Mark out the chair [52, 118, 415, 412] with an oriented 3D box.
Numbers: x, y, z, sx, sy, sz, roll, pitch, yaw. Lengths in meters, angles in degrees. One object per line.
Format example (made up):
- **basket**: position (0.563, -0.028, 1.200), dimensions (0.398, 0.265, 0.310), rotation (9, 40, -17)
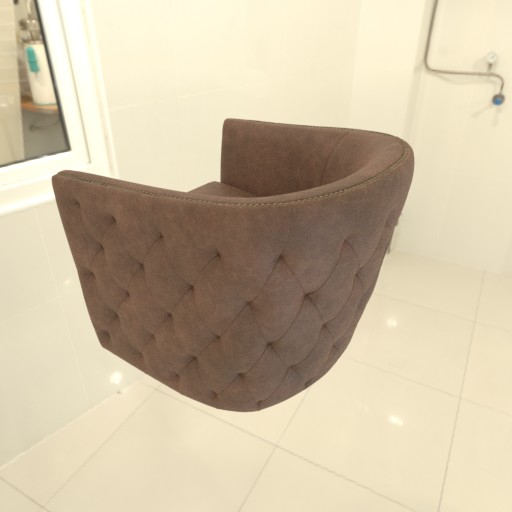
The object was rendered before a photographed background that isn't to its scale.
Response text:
- **chair**: position (0.000, 0.000, 1.484), dimensions (0.870, 0.790, 0.850), rotation (20, 36, 30)
